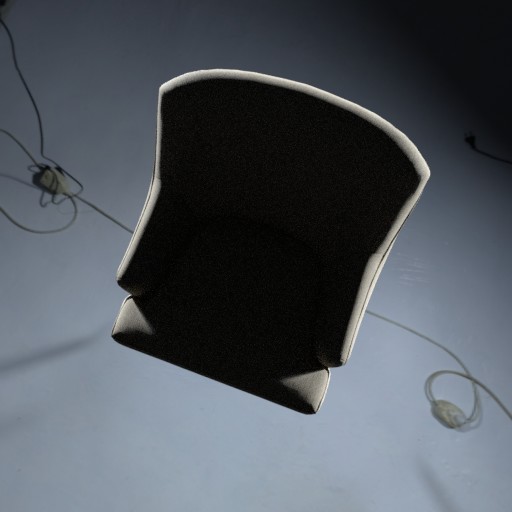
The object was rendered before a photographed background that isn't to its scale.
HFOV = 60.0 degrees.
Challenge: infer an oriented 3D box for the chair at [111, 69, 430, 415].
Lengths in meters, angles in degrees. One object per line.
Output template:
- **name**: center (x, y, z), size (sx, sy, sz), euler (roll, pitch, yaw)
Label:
- **chair**: center (0.000, 0.000, 1.612), size (0.864, 0.856, 0.923), euler (19, 76, 5)
